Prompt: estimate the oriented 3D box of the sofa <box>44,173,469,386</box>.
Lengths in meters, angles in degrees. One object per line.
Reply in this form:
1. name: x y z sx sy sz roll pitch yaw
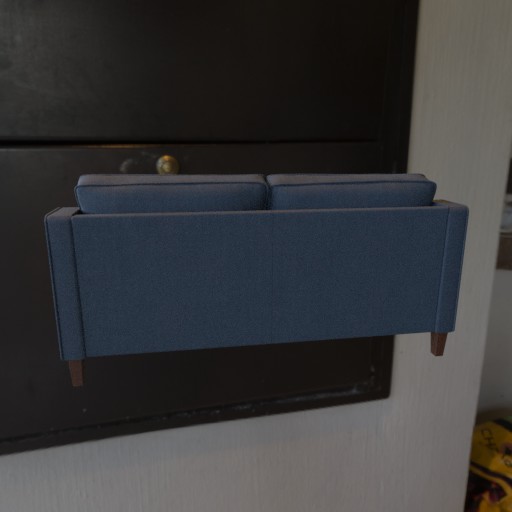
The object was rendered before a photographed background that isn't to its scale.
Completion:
1. sofa: 0.000 0.000 2.818 2.178 1.071 1.066 -2 14 -9
